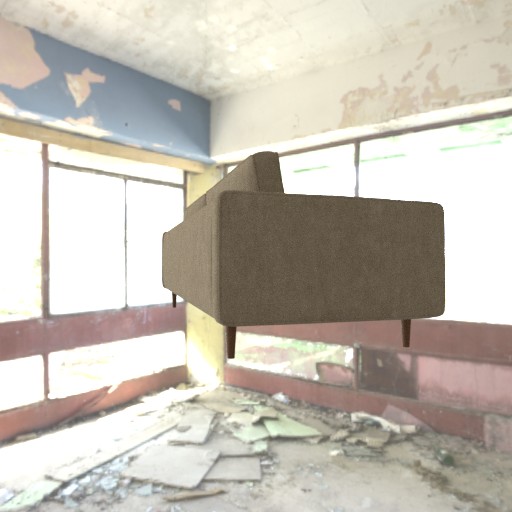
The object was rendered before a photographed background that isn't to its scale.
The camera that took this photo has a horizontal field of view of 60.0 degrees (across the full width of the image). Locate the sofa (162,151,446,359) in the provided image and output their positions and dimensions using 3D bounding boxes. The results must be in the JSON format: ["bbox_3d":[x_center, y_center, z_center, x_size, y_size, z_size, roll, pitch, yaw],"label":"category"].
[{"bbox_3d":[0.000,0.000,2.616,0.919,0.770,2.200,0,-1,-17],"label":"sofa"}]
